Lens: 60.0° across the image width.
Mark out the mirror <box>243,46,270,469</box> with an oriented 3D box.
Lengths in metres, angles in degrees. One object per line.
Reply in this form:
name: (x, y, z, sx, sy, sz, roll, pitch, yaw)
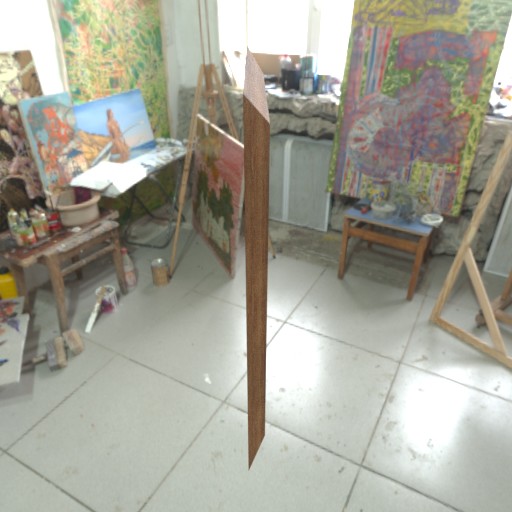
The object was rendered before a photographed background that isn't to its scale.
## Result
mirror: (0.000, 0.000, 1.251, 0.047, 1.010, 0.651, 0, 32, 0)
